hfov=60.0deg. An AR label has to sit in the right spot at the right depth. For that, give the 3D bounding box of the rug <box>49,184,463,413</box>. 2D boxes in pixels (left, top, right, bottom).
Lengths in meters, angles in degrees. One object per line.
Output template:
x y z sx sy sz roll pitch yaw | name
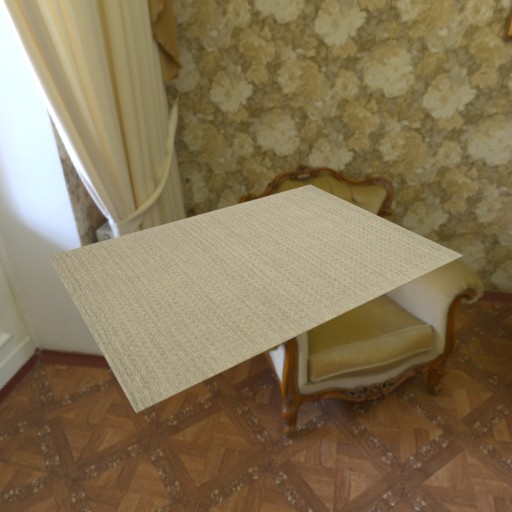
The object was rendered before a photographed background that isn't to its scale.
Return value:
0.000 0.000 3.751 2.895 0.006 1.981 -19 36 -29 | rug
